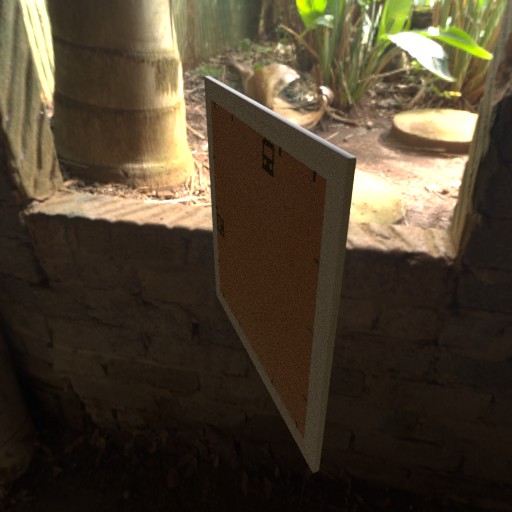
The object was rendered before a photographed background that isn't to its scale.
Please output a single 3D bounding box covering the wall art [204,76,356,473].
[{"bbox_3d":[0.000,0.000,0.880,0.013,0.584,0.584,-12,33,-18],"label":"wall art"}]
